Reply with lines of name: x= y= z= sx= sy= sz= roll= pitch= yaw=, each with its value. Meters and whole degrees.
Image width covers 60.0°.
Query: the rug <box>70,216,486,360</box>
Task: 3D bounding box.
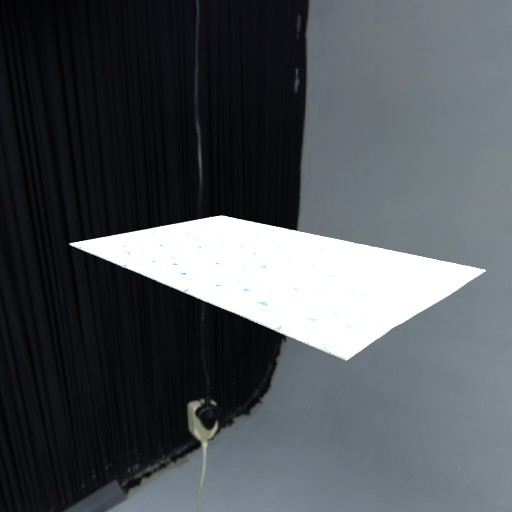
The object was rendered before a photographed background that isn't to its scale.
rug: x=0.000 y=0.000 z=3.012 sx=2.457 sy=0.009 sz=1.512 roll=15 pitch=22 yaw=42
